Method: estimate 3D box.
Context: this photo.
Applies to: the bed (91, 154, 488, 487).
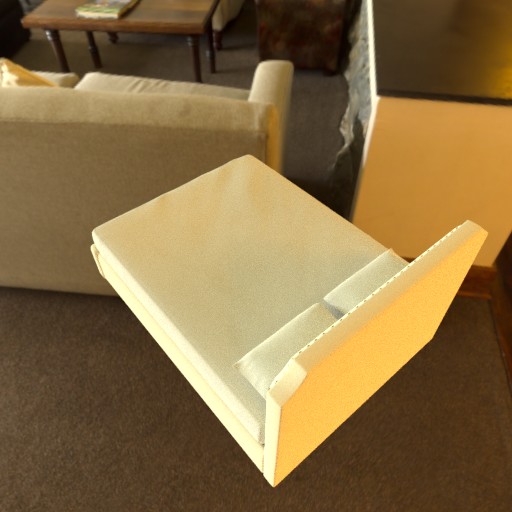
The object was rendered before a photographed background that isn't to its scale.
[{"bbox_3d":[0.000,0.000,3.309,1.703,1.415,2.329,-32,55,-26],"label":"bed"}]
